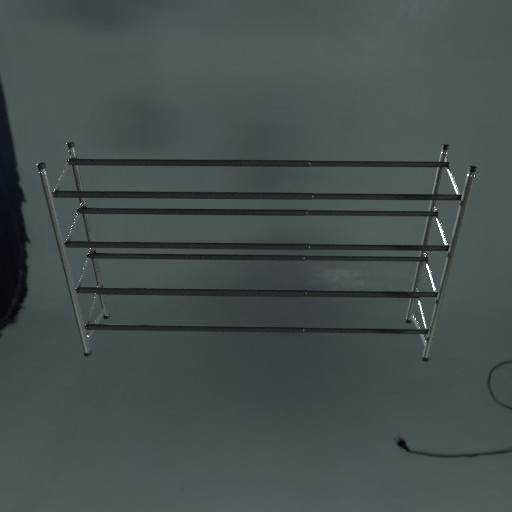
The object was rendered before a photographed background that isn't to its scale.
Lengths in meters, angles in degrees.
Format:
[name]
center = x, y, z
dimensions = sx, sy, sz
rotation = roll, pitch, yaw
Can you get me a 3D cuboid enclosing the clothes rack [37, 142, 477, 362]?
[clothes rack]
center = 0.000, 0.000, 1.428
dimensions = 1.168, 0.672, 0.229
rotation = 1, 30, 1
